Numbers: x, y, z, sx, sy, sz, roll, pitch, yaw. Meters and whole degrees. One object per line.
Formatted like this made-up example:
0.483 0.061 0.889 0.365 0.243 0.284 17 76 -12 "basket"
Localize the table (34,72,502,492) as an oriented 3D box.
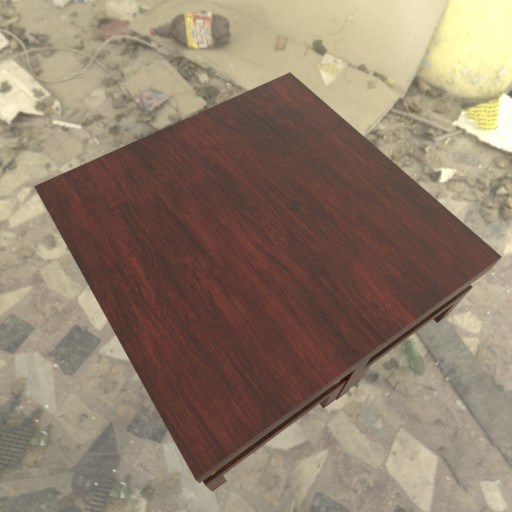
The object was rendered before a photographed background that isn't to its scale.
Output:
0.000 0.000 1.293 0.865 0.356 0.865 -30 63 -17 "table"
